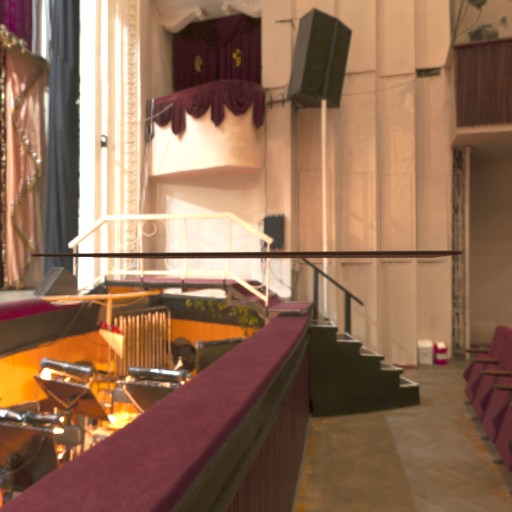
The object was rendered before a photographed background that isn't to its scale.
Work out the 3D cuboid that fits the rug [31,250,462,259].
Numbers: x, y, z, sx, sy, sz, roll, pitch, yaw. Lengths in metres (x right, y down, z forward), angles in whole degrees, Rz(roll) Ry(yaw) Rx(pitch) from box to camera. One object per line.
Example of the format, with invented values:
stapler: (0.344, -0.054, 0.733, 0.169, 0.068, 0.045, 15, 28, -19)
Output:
rug: (0.000, 0.000, 2.134, 1.676, 0.013, 1.067, 0, -1, 17)
